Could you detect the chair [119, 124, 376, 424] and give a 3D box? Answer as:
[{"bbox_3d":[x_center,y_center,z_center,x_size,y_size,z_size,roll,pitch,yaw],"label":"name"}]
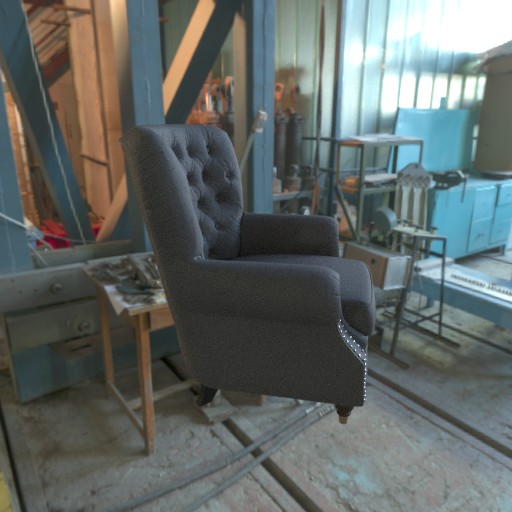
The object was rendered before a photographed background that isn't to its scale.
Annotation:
[{"bbox_3d":[0.000,0.000,1.845,0.983,1.046,0.983,3,18,9],"label":"chair"}]
